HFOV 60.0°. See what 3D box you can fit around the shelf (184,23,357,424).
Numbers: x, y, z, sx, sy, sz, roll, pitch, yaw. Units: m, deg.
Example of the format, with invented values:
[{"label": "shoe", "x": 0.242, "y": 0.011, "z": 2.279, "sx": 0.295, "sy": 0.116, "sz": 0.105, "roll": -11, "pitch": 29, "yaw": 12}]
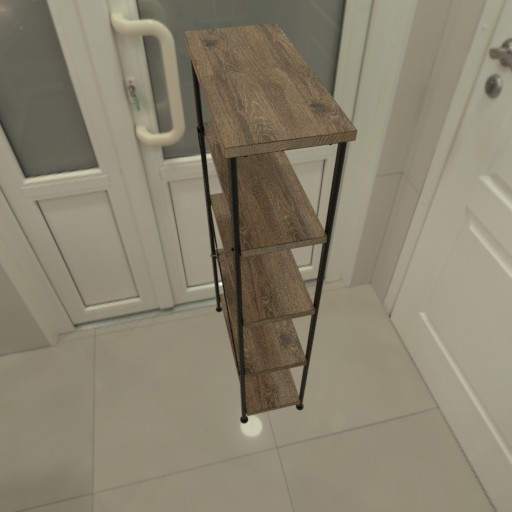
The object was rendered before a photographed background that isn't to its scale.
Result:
[{"label": "shelf", "x": 0.000, "y": 0.000, "z": 2.027, "sx": 0.360, "sy": 1.700, "sz": 0.800, "roll": -10, "pitch": 47, "yaw": -9}]
